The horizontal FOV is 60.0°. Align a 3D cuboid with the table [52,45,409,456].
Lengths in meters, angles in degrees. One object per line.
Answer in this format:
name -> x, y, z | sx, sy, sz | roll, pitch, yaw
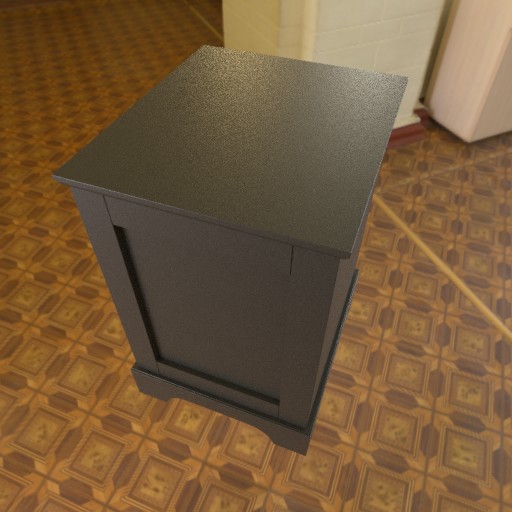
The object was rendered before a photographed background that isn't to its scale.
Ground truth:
table -> 0.000, 0.000, 0.899 | 0.399, 0.610, 0.460 | 16, 48, 14
